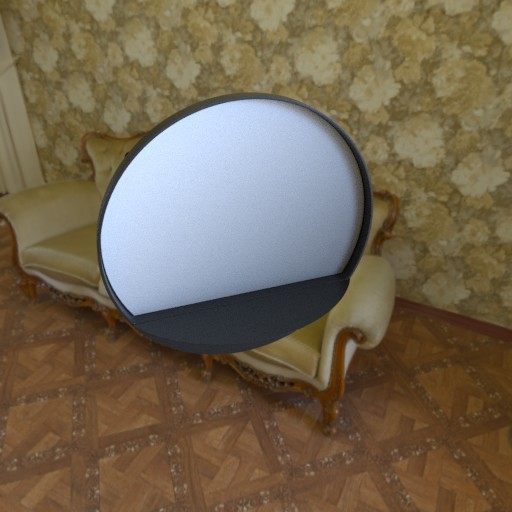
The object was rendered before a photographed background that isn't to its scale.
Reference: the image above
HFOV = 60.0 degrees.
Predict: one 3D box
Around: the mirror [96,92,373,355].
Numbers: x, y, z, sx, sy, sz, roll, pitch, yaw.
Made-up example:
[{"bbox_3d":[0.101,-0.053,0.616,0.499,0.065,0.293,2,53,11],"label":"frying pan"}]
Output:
[{"bbox_3d":[0.000,0.000,0.681,0.457,0.457,0.133,-10,33,-16],"label":"mirror"}]
